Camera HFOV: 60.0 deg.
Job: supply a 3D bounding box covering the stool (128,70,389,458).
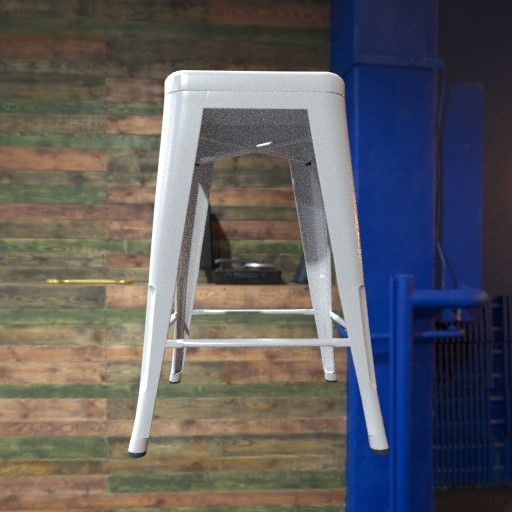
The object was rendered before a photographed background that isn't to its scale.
[{"bbox_3d":[0.000,0.000,0.877,0.406,0.610,0.406,0,0,-2],"label":"stool"}]
